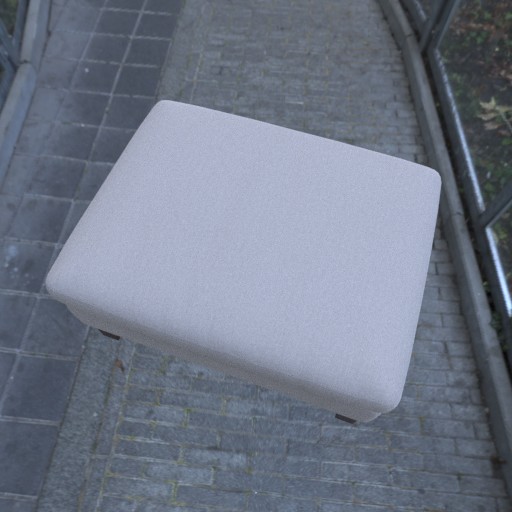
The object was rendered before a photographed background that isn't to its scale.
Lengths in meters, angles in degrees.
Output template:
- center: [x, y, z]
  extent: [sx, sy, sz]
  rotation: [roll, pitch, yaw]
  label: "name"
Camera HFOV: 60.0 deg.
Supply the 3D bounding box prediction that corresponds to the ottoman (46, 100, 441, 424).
- center: [0.000, 0.000, 1.123]
  extent: [0.771, 0.420, 0.606]
  rotation: [17, 63, 9]
  label: "ottoman"
